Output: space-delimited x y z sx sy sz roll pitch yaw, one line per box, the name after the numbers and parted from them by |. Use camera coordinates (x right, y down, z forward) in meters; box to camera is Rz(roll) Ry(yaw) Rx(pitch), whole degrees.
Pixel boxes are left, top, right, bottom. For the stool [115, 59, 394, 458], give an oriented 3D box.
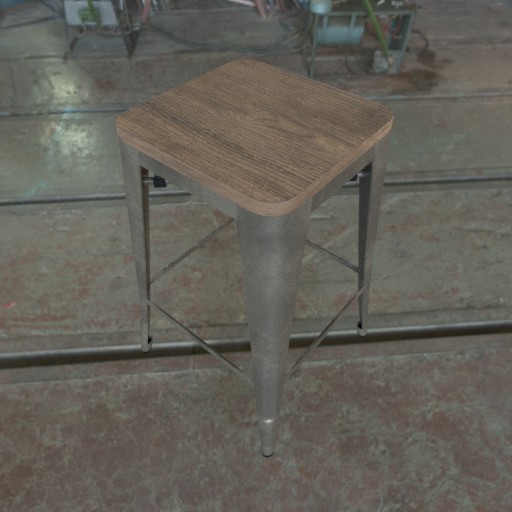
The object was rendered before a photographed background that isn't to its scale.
0.000 0.000 0.885 0.407 0.607 0.407 31 53 27 | stool
